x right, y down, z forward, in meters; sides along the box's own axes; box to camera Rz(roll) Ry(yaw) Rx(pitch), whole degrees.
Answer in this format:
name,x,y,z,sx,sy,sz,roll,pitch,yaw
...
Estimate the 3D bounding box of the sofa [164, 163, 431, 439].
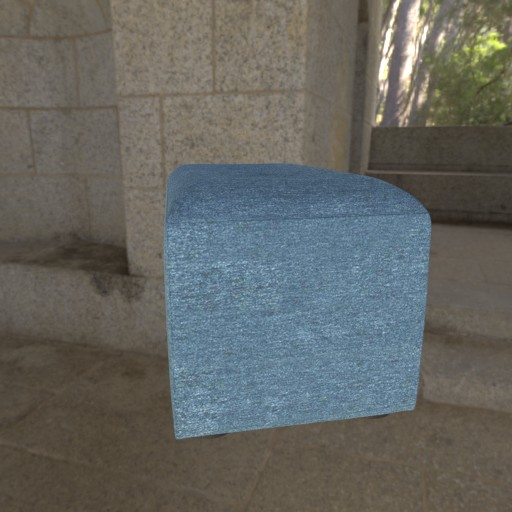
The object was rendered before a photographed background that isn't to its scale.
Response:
name,x,y,z,sx,sy,sz,roll,pitch,yaw
sofa,0.000,0.000,1.205,0.480,0.470,0.930,-3,14,-10
